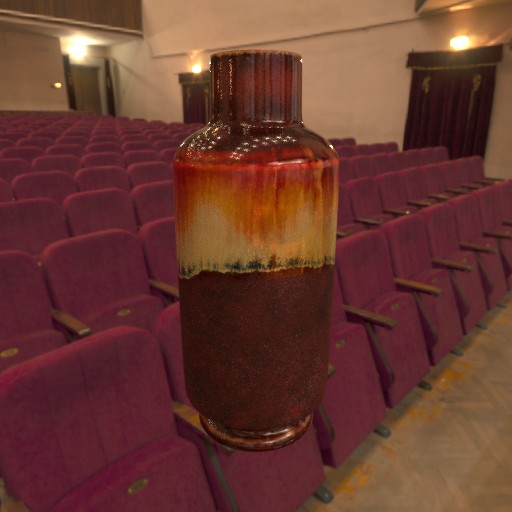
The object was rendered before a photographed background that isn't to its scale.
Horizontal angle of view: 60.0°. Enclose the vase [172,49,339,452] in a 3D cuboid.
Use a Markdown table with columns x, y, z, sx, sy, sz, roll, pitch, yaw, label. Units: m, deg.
| x | y | z | sx | sy | sz | roll | pitch | yaw | label |
| --- | --- | --- | --- | --- | --- | --- | --- | --- | --- |
| 0.000 | 0.000 | 0.315 | 0.111 | 0.261 | 0.111 | 0 | 17 | 0 | vase |
